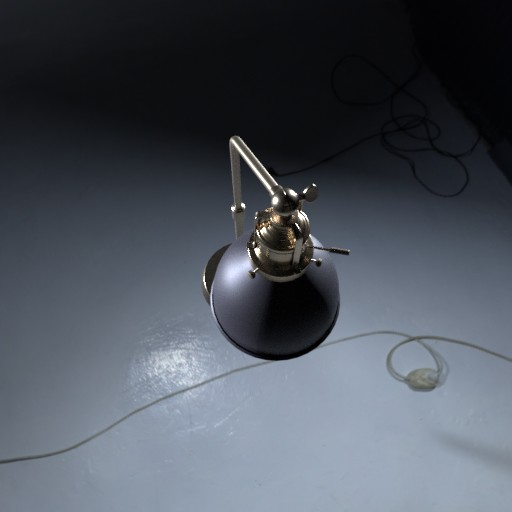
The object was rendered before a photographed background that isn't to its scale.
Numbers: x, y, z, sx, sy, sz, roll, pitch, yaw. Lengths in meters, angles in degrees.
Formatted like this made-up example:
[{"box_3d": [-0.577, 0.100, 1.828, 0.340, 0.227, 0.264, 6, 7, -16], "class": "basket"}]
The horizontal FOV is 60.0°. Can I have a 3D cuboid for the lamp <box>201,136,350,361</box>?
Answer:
[{"box_3d": [0.000, 0.000, 0.584, 0.160, 0.456, 0.291, -19, 65, -9], "class": "lamp"}]
